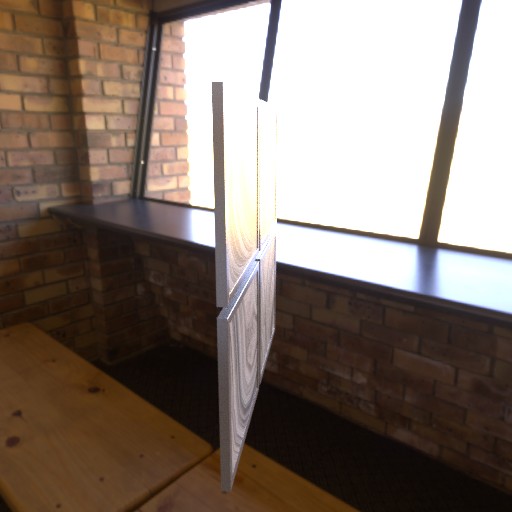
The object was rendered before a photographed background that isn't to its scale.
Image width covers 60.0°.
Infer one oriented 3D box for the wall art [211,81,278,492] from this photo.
[{"bbox_3d":[0.000,0.000,1.675,0.029,1.118,1.118,2,16,9],"label":"wall art"}]
